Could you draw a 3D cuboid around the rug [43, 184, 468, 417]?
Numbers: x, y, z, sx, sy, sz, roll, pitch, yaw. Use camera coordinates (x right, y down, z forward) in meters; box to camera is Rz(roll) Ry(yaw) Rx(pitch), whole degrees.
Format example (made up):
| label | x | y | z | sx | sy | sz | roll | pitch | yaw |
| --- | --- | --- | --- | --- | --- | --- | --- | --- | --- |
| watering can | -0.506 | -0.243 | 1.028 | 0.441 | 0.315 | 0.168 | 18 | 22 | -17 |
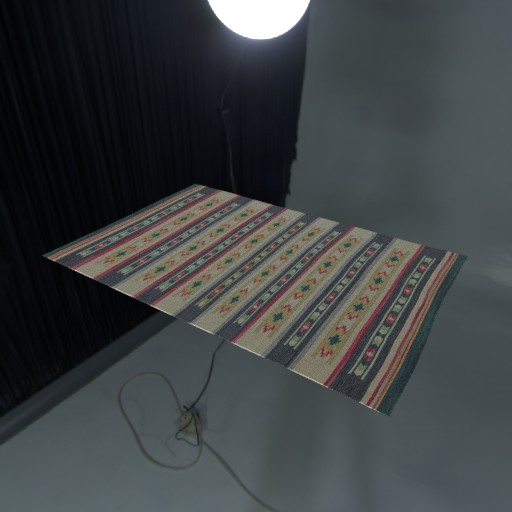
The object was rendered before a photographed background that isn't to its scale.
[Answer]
| label | x | y | z | sx | sy | sz | roll | pitch | yaw |
| --- | --- | --- | --- | --- | --- | --- | --- | --- | --- |
| rug | 0.000 | 0.000 | 2.870 | 2.311 | 0.010 | 1.522 | 19 | 35 | 29 |
